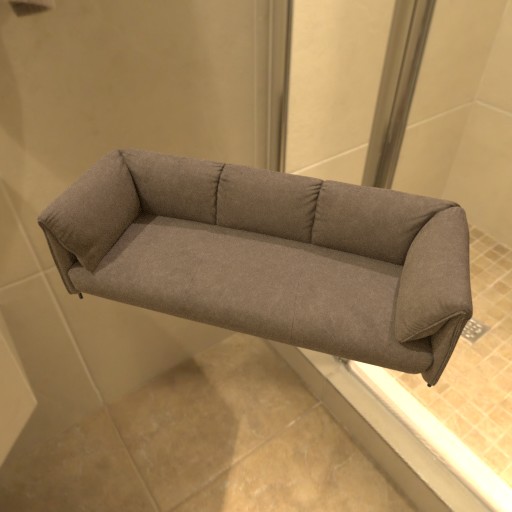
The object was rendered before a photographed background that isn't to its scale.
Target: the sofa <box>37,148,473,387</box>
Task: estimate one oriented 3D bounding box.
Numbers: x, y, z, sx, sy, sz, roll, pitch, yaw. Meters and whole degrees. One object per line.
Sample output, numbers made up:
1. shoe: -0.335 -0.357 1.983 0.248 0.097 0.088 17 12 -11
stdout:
1. sofa: 0.000 0.000 2.644 2.238 0.758 0.899 12 43 13
